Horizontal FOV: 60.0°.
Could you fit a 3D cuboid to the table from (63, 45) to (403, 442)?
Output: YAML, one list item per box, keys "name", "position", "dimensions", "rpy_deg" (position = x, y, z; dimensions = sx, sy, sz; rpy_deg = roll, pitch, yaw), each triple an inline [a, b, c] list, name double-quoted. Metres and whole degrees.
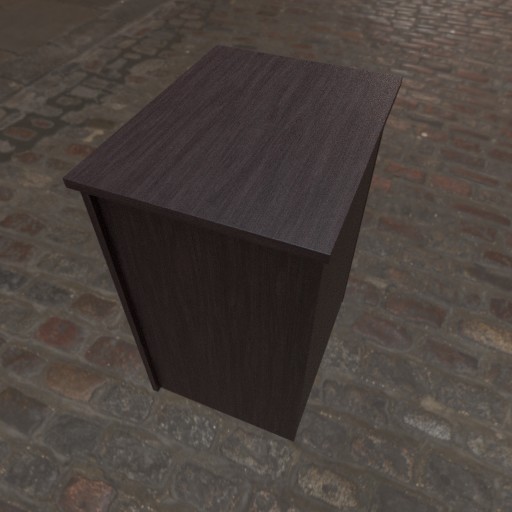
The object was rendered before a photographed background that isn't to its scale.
- name: "table"
  position: [0.000, 0.000, 0.936]
  dimensions: [0.381, 0.635, 0.480]
  rpy_deg: [17, 49, 15]
